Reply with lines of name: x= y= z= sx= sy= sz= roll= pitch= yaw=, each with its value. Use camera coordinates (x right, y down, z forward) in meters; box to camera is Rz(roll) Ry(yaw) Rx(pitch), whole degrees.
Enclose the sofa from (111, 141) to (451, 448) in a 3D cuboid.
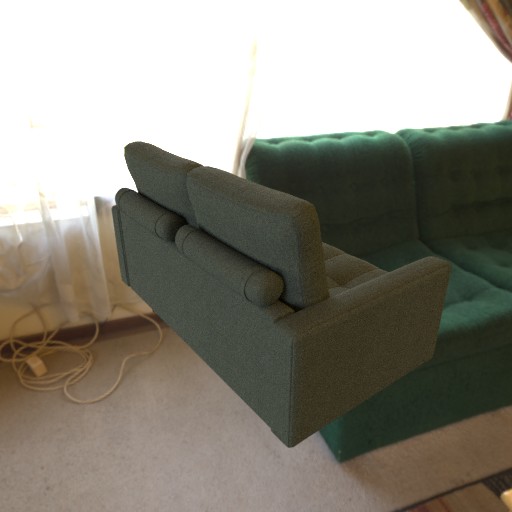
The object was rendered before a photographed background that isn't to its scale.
sofa: x=0.000 y=0.000 z=1.976 sx=0.842 sy=0.907 sz=1.407 roll=-18 pitch=30 yaw=-33
